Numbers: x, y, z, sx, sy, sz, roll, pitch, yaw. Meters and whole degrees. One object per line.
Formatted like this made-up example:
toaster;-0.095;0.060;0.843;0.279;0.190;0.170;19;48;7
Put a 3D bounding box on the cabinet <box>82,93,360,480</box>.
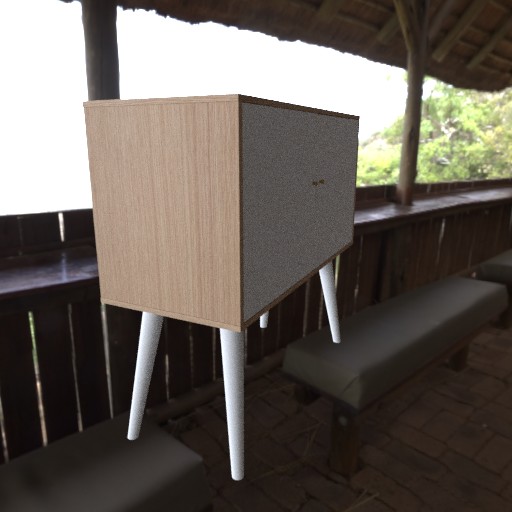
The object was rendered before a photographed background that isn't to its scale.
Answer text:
cabinet;0.000;0.000;1.622;0.470;1.016;1.057;7;16;26
